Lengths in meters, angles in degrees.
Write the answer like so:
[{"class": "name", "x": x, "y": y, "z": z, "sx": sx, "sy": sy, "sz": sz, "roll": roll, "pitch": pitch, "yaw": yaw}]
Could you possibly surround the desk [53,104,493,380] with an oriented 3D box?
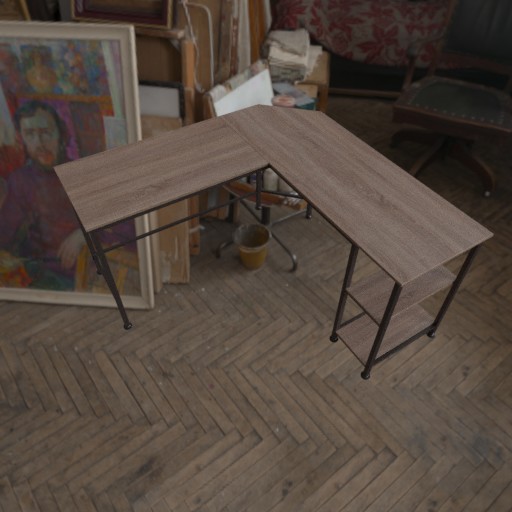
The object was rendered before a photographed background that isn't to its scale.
[{"class": "desk", "x": 0.000, "y": 0.000, "z": 2.191, "sx": 1.379, "sy": 0.739, "sz": 1.379, "roll": -24, "pitch": 52, "yaw": -21}]
